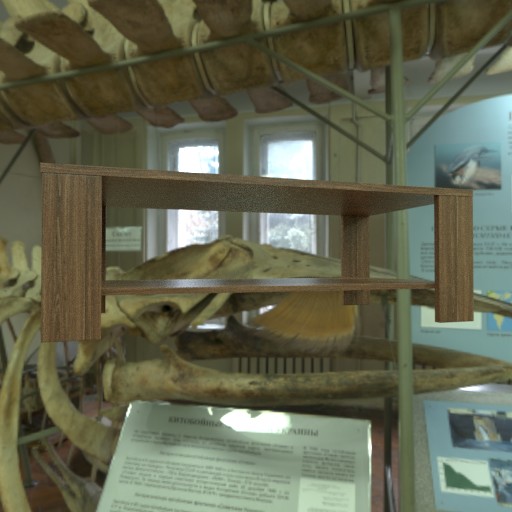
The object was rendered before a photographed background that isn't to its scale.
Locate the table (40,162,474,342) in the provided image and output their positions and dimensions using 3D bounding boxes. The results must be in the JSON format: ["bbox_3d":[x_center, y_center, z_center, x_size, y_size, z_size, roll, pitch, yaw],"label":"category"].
[{"bbox_3d":[0.000,0.000,1.452,1.200,0.400,0.600,0,-1,-18],"label":"table"}]
